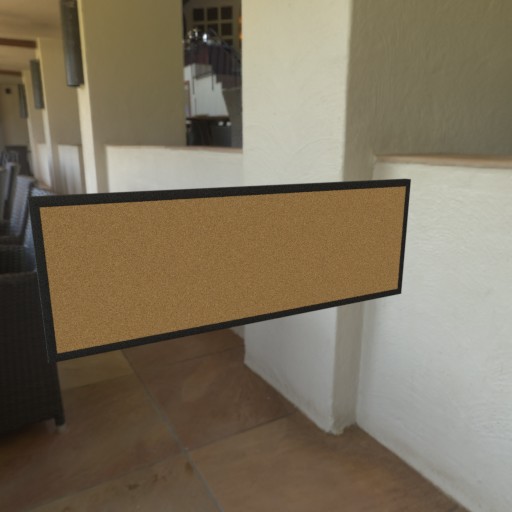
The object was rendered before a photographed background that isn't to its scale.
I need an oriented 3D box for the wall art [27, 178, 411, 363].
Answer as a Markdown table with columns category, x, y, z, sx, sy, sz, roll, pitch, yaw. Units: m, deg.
| category | x | y | z | sx | sy | sz | roll | pitch | yaw |
| --- | --- | --- | --- | --- | --- | --- | --- | --- | --- |
| wall art | 0.000 | 0.000 | 1.773 | 1.572 | 0.554 | 0.041 | -7 | 16 | -26 |
